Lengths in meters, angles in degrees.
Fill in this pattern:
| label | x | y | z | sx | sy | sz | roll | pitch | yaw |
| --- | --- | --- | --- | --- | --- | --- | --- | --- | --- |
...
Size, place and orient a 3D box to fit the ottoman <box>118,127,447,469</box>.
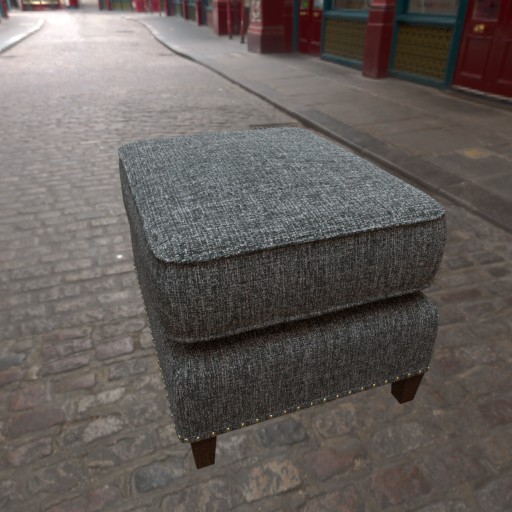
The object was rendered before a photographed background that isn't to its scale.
| label | x | y | z | sx | sy | sz | roll | pitch | yaw |
| --- | --- | --- | --- | --- | --- | --- | --- | --- | --- |
| ottoman | 0.000 | 0.000 | 1.130 | 0.589 | 0.537 | 0.738 | -10 | 31 | -17 |
